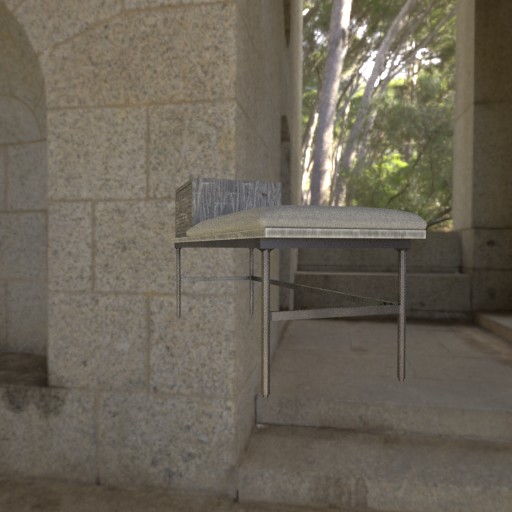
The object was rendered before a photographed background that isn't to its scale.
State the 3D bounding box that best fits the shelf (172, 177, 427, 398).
[{"bbox_3d":[0.000,0.000,1.670,0.457,0.633,1.342,0,1,-19],"label":"shelf"}]
